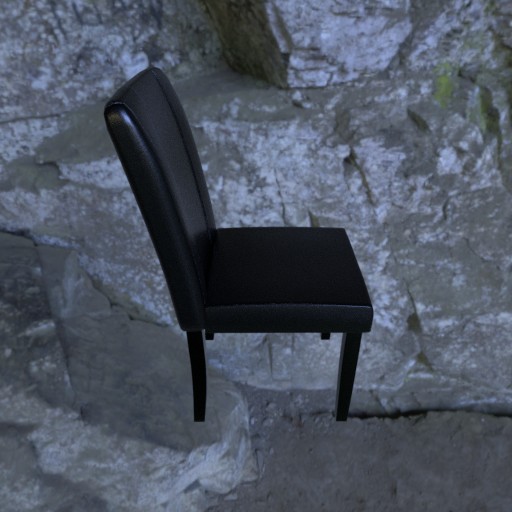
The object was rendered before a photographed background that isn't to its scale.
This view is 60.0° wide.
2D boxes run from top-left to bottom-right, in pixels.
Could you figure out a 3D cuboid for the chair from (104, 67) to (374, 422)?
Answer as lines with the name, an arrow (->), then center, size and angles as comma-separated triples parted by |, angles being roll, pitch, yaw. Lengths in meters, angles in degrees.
chair -> 0.000, 0.000, 1.183 | 0.556, 0.897, 0.399 | 0, 32, 0
